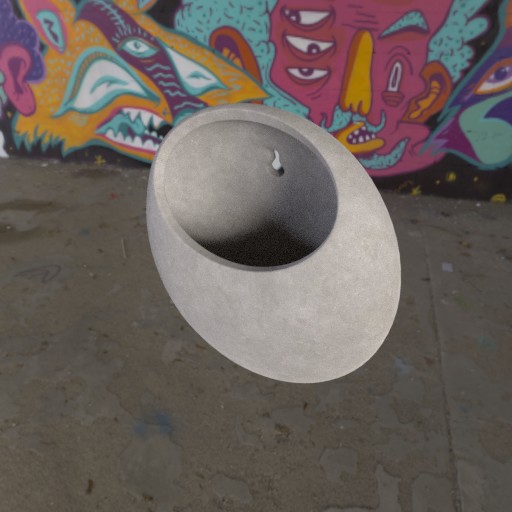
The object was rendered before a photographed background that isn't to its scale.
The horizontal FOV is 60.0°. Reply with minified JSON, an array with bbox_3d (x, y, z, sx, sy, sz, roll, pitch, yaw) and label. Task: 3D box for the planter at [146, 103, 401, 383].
[{"bbox_3d":[0.000,0.000,0.284,0.185,0.188,0.071,19,35,29],"label":"planter"}]
